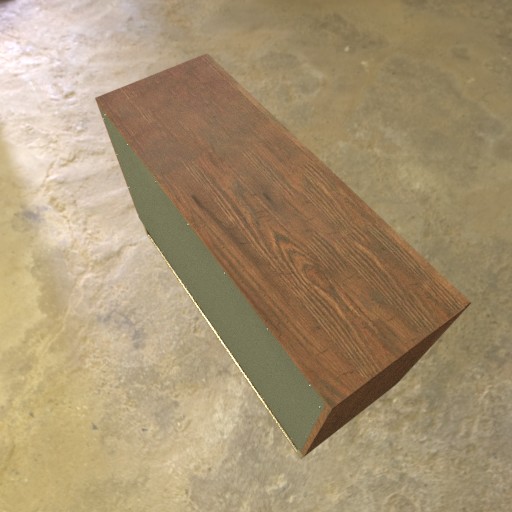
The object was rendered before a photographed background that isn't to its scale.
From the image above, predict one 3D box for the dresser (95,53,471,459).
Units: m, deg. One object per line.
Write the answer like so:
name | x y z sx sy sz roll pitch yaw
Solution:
dresser | 0.000 0.000 2.162 0.623 1.061 1.646 -30 62 -18
